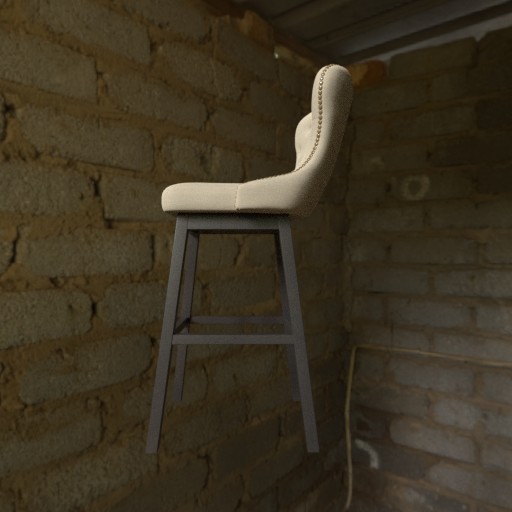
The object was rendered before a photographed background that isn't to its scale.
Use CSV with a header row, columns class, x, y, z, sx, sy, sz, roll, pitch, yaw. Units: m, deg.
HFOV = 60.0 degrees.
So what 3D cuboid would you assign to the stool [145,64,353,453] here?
class,x,y,z,sx,sy,sz,roll,pitch,yaw
stool,0.000,0.000,1.423,0.605,1.066,0.528,0,0,-1
